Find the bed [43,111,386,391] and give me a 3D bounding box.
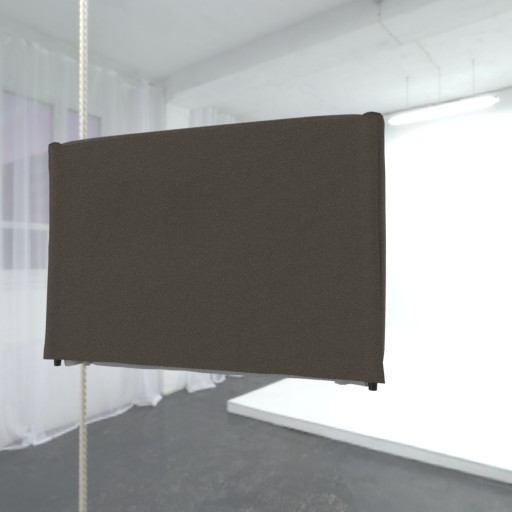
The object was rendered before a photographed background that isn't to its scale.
[{"bbox_3d":[0.000,0.000,3.401,1.925,1.332,2.276,0,-1,17],"label":"bed"}]
